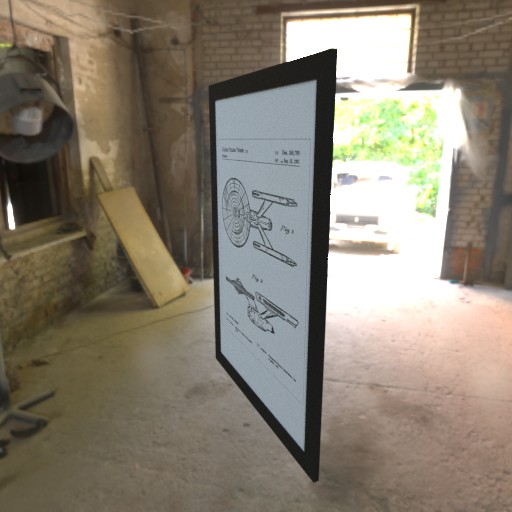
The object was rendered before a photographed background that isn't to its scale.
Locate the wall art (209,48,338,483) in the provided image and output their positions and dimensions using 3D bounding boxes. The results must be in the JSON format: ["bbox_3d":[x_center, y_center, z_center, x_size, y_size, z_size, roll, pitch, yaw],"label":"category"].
[{"bbox_3d":[0.000,0.000,0.686,0.008,0.530,0.379,-7,17,-24],"label":"wall art"}]
